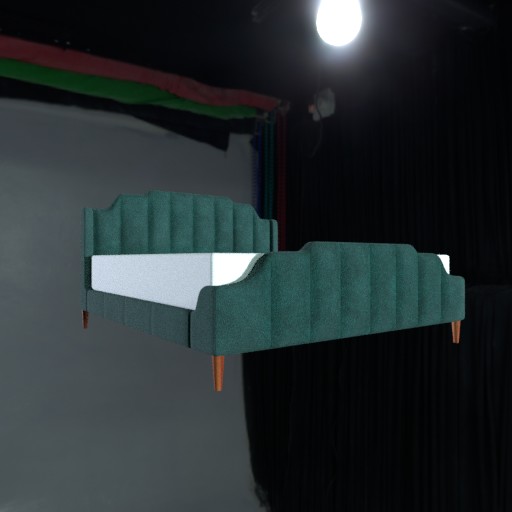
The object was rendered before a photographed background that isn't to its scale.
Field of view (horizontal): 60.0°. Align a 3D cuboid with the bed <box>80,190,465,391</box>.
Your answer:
[{"bbox_3d":[0.000,0.000,3.493,2.074,1.245,2.340,0,0,-36],"label":"bed"}]
